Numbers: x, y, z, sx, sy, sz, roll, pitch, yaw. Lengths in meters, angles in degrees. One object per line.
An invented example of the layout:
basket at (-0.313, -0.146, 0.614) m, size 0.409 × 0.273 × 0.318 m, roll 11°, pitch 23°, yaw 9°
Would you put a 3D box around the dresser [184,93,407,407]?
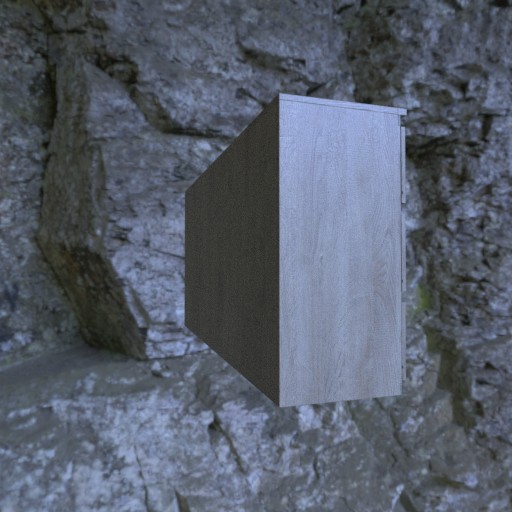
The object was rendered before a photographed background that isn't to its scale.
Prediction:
dresser at (0.000, 0.000, 1.930) m, size 0.390 × 0.795 × 1.590 m, roll 0°, pitch -1°, yaw -18°
